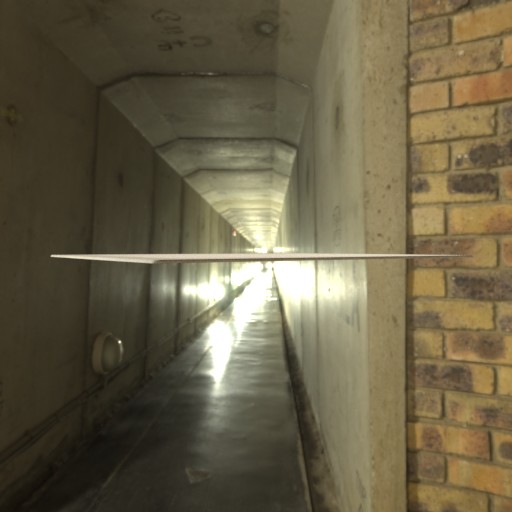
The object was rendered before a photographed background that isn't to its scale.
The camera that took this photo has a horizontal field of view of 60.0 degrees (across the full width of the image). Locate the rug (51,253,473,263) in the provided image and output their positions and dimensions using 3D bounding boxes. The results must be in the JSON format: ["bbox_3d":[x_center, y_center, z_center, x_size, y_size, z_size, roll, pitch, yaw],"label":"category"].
[{"bbox_3d":[0.000,0.000,4.009,2.976,0.018,2.430,-1,1,-36],"label":"rug"}]
